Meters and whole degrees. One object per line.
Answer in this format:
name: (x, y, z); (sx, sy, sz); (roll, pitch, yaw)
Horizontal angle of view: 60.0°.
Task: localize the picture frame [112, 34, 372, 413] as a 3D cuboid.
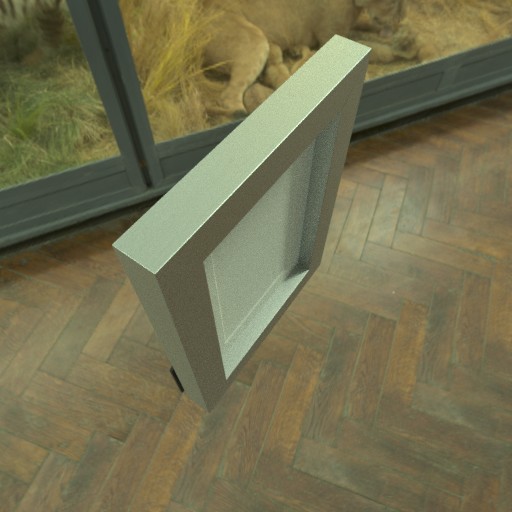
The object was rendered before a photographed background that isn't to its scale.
picture frame: (0.000, 0.000, 0.277); (0.028, 0.208, 0.157); (31, 63, 18)
